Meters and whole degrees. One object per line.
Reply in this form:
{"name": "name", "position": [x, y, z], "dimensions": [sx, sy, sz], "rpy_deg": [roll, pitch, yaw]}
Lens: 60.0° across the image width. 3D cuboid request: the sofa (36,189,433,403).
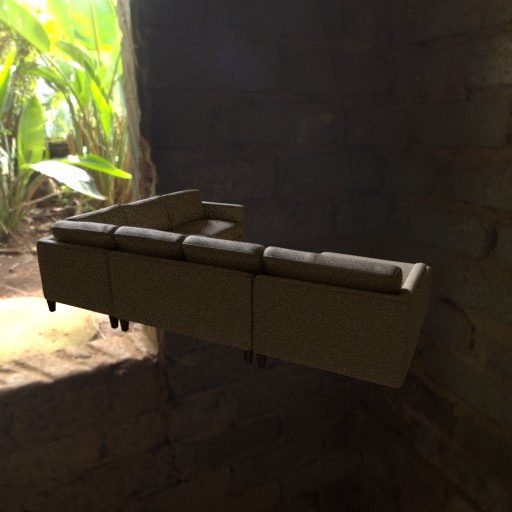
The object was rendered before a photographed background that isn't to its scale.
{"name": "sofa", "position": [0.000, 0.000, 4.634], "dimensions": [3.460, 0.959, 2.593], "rpy_deg": [8, 19, 25]}
